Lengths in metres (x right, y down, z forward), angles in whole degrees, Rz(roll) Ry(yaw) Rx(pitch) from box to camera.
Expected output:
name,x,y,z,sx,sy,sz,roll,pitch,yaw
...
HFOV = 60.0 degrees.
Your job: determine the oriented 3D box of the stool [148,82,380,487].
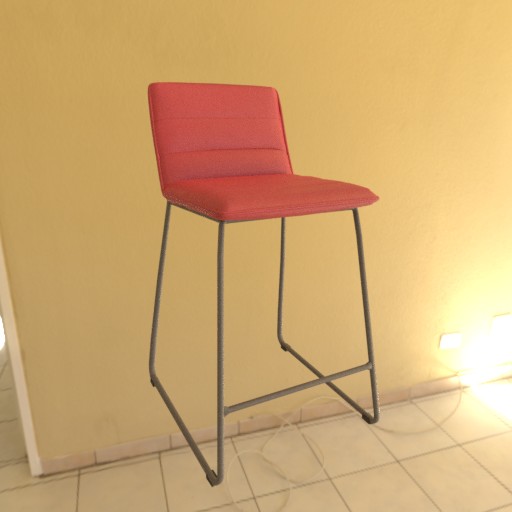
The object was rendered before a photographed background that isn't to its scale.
name,x,y,z,sx,sy,sz,roll,pitch,yaw
stool,0.000,0.000,1.147,0.489,0.866,0.524,-9,19,-26
